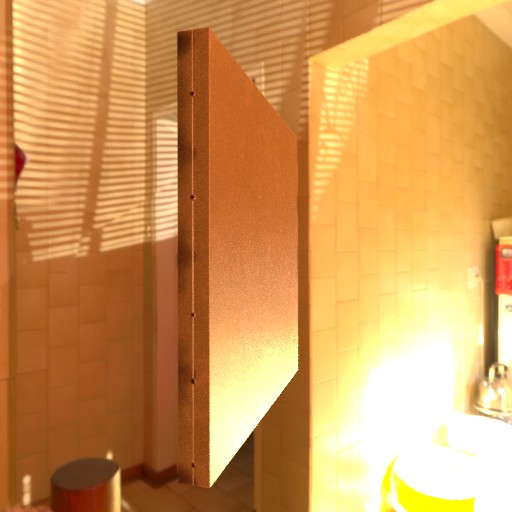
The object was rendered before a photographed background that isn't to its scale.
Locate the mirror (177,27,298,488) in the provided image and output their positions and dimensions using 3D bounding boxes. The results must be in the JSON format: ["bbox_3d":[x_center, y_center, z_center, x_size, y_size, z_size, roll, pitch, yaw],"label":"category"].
[{"bbox_3d":[0.000,0.000,0.736,0.042,0.507,0.509,0,1,16],"label":"mirror"}]
